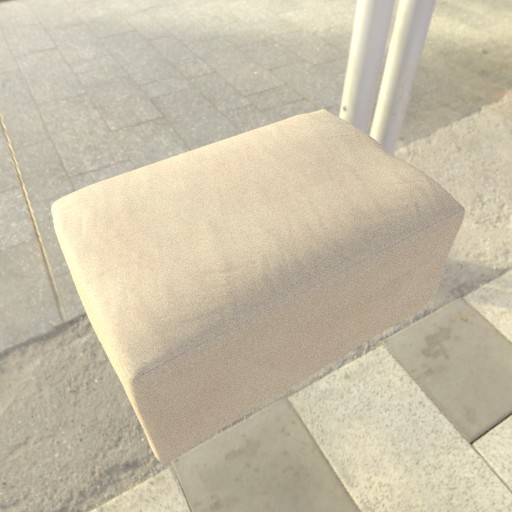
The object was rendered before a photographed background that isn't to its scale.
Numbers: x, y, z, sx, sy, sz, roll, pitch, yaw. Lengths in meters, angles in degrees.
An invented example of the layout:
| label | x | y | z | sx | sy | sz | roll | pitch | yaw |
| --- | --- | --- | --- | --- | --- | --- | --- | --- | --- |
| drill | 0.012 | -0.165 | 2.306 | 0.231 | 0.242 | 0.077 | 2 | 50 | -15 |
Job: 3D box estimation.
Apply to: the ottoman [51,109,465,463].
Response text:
| label | x | y | z | sx | sy | sz | roll | pitch | yaw |
| --- | --- | --- | --- | --- | --- | --- | --- | --- | --- |
| ottoman | 0.000 | 0.000 | 1.168 | 0.872 | 0.444 | 0.590 | -25 | 52 | -21 |
